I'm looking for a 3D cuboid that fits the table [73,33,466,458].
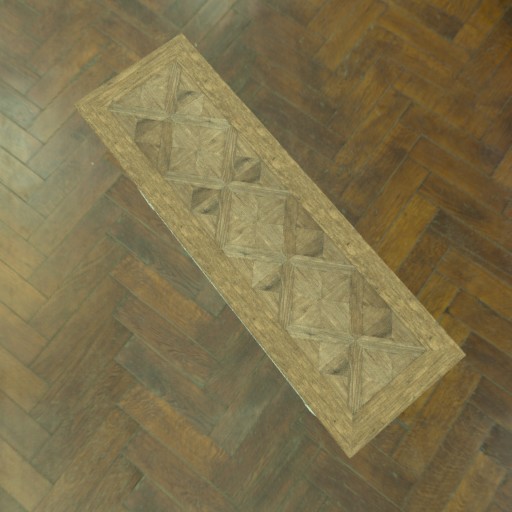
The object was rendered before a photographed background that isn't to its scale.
[{"bbox_3d":[0.000,0.000,1.834,0.450,0.930,1.400,-38,79,-8],"label":"table"}]
